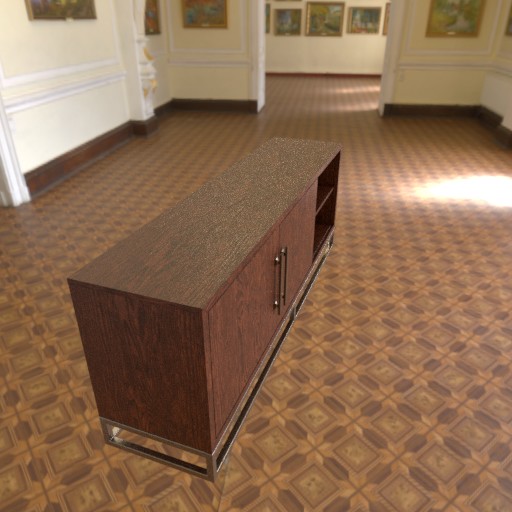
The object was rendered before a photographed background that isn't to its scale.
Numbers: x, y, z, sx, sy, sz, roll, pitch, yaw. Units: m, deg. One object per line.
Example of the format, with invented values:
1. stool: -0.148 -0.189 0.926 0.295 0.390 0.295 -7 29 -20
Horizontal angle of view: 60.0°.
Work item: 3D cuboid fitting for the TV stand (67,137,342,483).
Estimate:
1. TV stand: 0.000 0.000 1.766 0.382 0.578 1.541 10 30 18
